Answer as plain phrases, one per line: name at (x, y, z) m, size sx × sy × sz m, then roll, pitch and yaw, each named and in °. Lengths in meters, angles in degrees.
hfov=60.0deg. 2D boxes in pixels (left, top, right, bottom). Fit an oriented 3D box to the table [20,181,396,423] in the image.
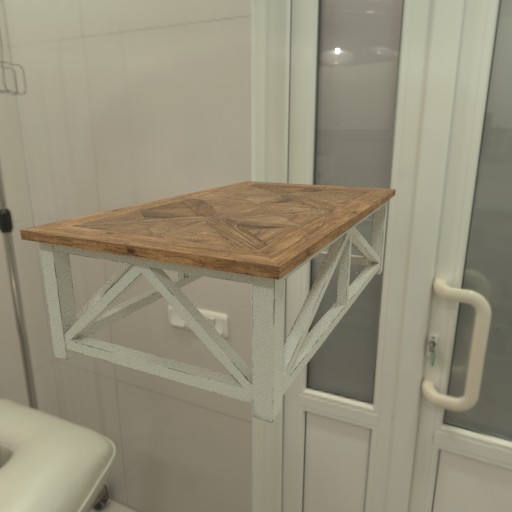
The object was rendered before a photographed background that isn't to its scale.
table at (0.000, 0.000, 1.744) m, size 0.800 × 0.410 × 1.400 m, roll 8°, pitch 17°, yaw 25°
